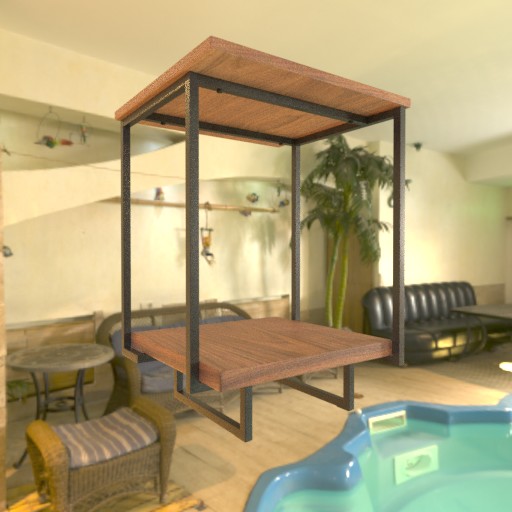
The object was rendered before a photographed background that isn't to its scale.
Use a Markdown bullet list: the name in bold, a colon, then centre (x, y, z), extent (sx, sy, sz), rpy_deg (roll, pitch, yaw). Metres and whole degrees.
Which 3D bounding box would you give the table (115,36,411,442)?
- **table**: centre (0.000, 0.000, 0.839), extent (0.411, 0.567, 0.384), rpy_deg (-1, 1, -35)
